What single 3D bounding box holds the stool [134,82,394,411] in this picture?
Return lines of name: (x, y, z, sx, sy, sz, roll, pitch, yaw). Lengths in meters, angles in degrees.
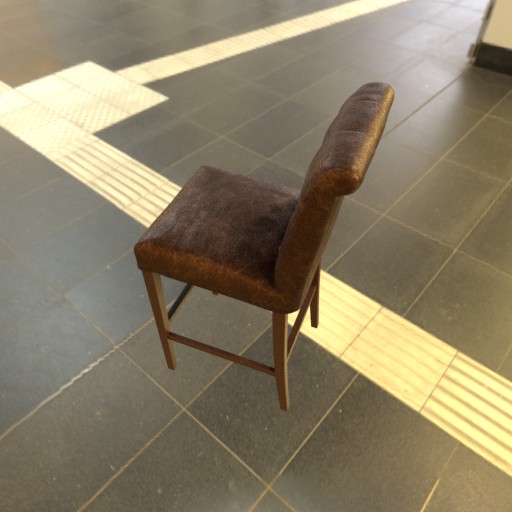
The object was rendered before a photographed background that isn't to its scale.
stool: (0.000, 0.000, 1.550, 0.659, 1.168, 0.483, 16, 48, 15)
